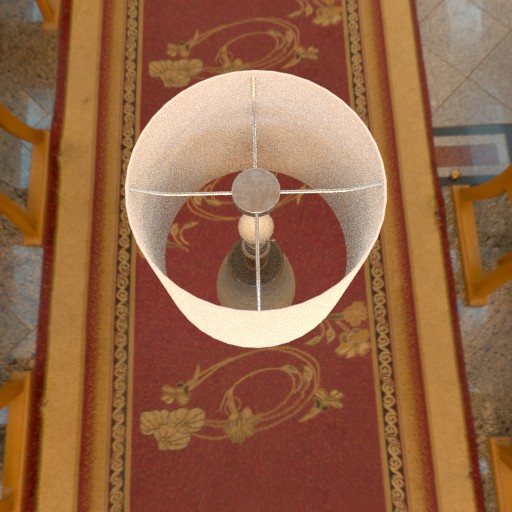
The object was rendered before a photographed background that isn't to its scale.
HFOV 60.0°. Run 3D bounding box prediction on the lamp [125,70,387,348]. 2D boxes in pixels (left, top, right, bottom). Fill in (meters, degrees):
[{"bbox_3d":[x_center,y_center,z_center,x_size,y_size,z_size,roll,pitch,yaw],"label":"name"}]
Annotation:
[{"bbox_3d":[0.000,0.000,0.456,0.186,0.369,0.186,0,76,0],"label":"lamp"}]
